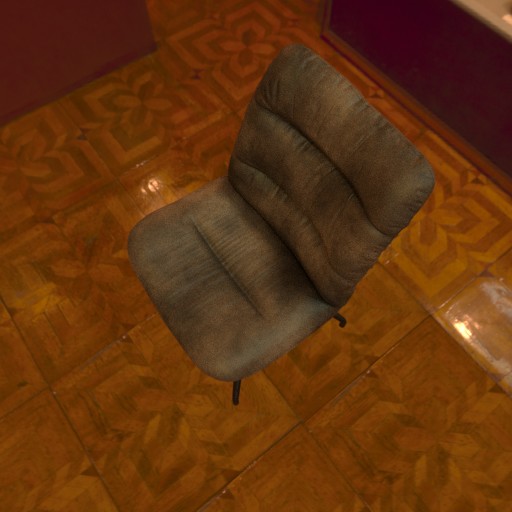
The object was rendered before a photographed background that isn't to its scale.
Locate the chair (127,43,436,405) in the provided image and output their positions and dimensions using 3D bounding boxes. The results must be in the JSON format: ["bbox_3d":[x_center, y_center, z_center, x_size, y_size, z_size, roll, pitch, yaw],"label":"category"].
[{"bbox_3d":[0.000,0.000,1.257,0.622,0.870,0.549,-33,69,-15],"label":"chair"}]
